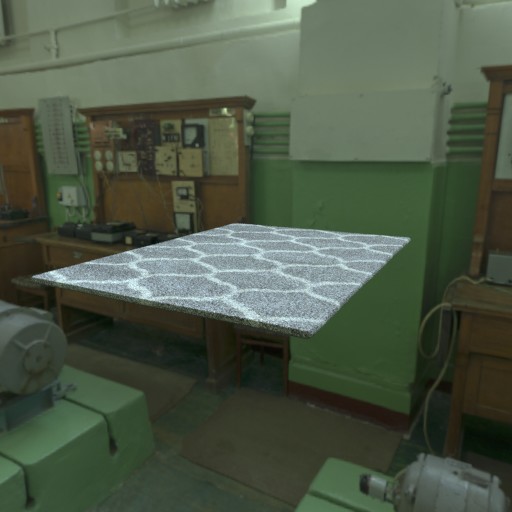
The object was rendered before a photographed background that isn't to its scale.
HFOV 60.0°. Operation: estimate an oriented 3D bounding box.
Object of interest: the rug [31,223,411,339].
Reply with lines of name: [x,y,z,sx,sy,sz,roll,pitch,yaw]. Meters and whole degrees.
rug: [0.000,0.000,2.178,1.200,0.025,1.600,7,15,27]
